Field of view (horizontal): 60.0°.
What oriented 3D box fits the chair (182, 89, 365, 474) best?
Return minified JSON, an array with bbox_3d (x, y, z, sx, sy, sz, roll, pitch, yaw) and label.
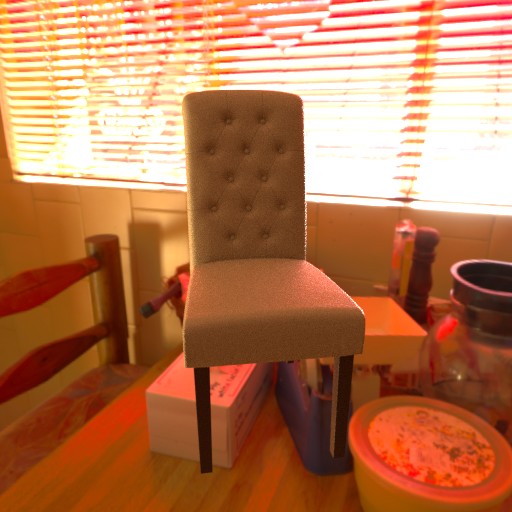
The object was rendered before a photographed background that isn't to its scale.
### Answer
[{"bbox_3d":[0.000,0.000,1.373,0.456,1.006,0.671,-3,17,-9],"label":"chair"}]
